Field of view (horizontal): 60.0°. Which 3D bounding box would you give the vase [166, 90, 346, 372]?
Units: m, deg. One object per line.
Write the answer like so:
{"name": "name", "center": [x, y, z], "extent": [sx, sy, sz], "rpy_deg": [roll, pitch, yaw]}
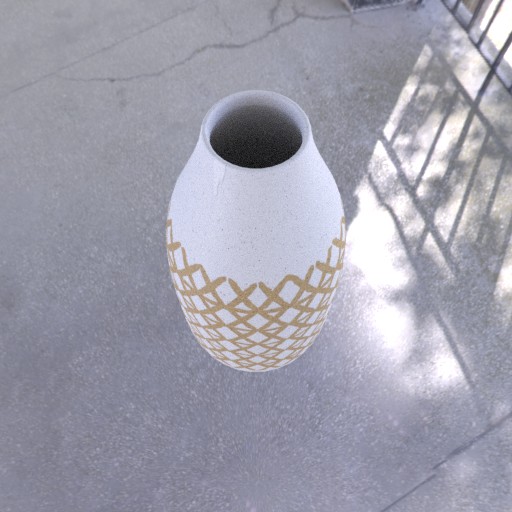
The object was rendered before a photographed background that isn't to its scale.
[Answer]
{"name": "vase", "center": [0.000, 0.000, 0.471], "extent": [0.186, 0.380, 0.186], "rpy_deg": [0, 63, 0]}
